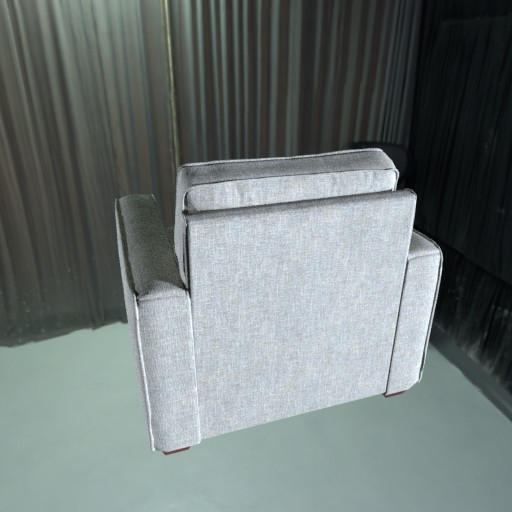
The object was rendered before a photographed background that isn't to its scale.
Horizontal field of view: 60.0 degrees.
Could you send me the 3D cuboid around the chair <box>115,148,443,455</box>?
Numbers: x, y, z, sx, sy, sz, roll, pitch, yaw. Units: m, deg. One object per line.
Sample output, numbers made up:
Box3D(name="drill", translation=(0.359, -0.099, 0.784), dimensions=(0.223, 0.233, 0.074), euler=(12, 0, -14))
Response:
Box3D(name="chair", translation=(0.000, 0.000, 1.732), dimensions=(1.016, 0.914, 0.940), euler=(-8, 26, -17))
